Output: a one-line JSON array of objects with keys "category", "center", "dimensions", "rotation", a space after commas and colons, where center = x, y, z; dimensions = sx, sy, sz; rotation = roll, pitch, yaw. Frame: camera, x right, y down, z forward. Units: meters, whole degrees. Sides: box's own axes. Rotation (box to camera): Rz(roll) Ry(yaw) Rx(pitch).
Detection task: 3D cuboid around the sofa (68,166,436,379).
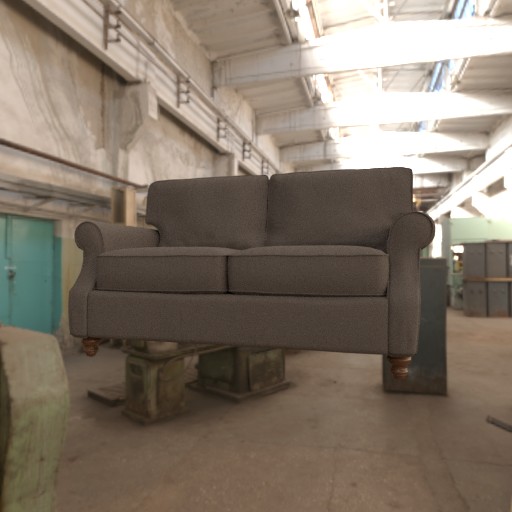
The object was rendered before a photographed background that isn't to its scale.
[{"category": "sofa", "center": [0.000, 0.000, 2.249], "dimensions": [1.665, 0.937, 0.964], "rotation": [0, -1, 17]}]
